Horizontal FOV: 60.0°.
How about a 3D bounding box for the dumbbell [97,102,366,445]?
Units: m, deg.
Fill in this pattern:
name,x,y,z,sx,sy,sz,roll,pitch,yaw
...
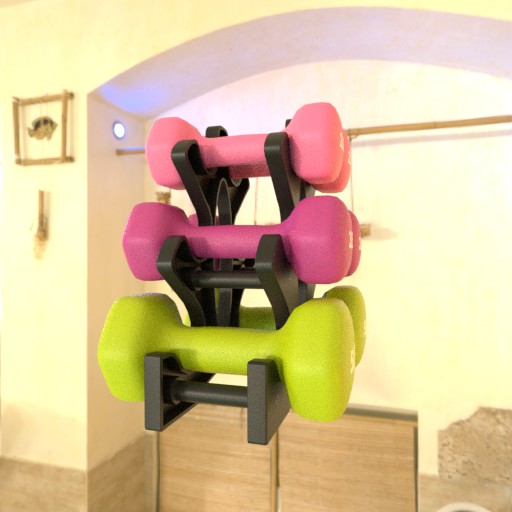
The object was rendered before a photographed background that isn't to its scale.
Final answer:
name,x,y,z,sx,sy,sz,roll,pitch,yaw
dumbbell,0.000,0.000,0.439,0.203,0.261,0.257,0,0,17
